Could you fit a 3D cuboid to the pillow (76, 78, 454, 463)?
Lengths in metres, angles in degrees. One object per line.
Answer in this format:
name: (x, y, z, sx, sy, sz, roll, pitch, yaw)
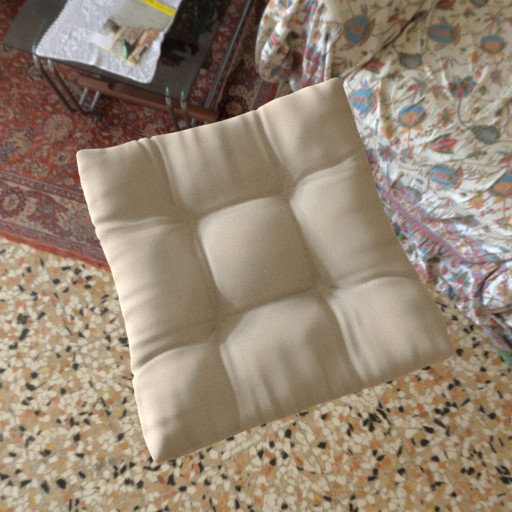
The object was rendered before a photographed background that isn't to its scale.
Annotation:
pillow: (0.000, 0.000, 0.704, 0.468, 0.128, 0.490, -18, 76, -5)
